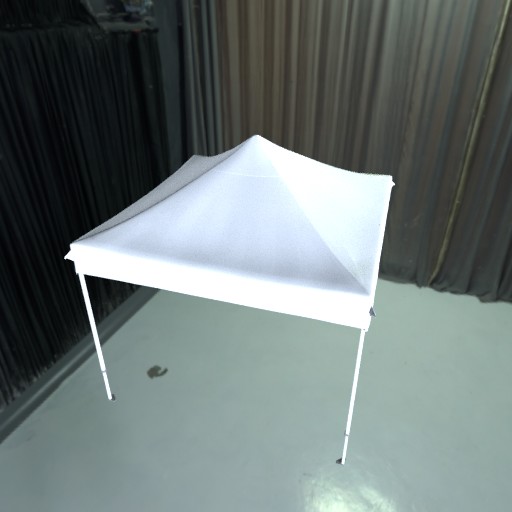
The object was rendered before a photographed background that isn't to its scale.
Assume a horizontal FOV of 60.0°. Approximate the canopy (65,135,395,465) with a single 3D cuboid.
[{"bbox_3d":[0.000,0.000,5.475,2.996,2.998,2.994,9,32,15],"label":"canopy"}]
